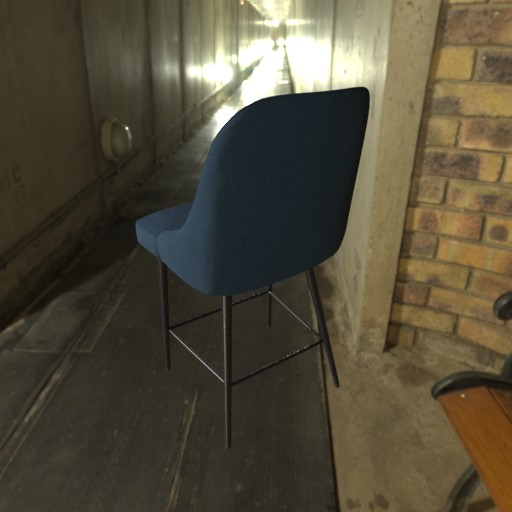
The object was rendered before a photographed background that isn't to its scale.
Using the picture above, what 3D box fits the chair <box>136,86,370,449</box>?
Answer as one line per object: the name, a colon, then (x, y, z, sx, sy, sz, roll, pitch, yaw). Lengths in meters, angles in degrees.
chair: (0.000, 0.000, 1.242, 0.526, 0.927, 0.489, -18, 33, -30)
